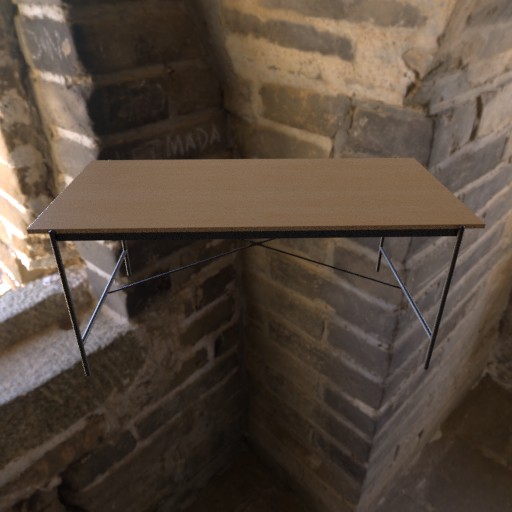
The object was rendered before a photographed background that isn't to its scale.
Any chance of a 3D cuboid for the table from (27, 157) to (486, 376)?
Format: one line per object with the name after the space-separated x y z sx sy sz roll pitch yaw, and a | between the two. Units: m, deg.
0.000 0.000 2.295 1.800 0.758 0.900 -1 30 -1 | table
